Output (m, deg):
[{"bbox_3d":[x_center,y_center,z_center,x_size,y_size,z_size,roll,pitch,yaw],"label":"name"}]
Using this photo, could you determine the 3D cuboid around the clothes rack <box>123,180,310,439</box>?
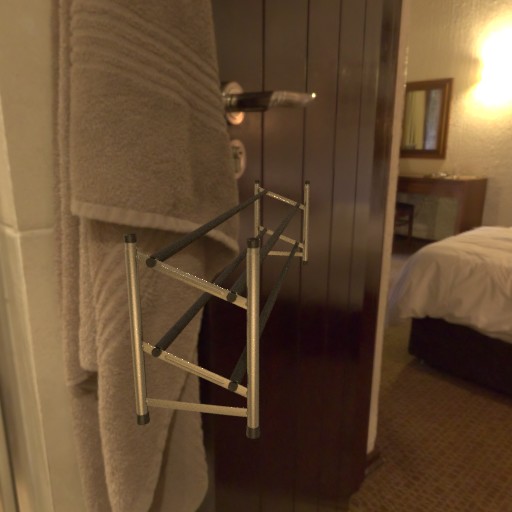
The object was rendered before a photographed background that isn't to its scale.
[{"bbox_3d":[0.000,0.000,1.293,0.229,0.349,1.168,3,14,10],"label":"clothes rack"}]
